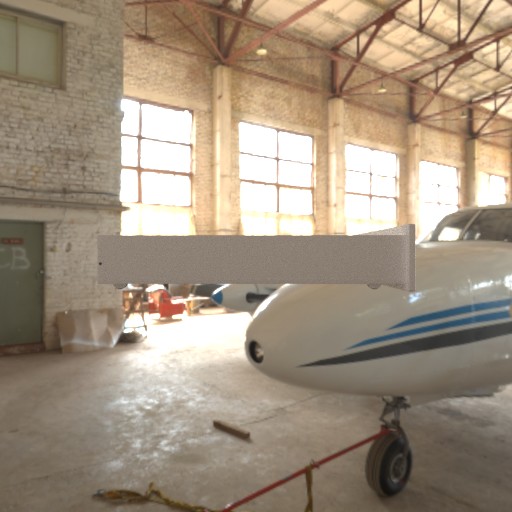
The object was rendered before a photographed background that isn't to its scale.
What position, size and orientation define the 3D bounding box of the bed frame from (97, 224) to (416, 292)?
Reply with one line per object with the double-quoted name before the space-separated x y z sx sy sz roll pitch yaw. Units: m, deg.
"bed frame" 0.000 0.000 1.571 0.670 0.141 1.300 0 0 0
